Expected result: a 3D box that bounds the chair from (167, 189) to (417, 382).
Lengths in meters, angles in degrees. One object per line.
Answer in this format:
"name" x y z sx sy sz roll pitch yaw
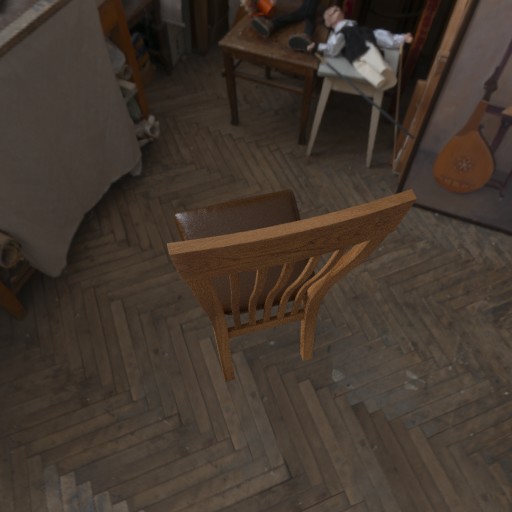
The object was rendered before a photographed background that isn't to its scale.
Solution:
"chair" 0.000 0.000 1.351 0.450 1.050 0.580 -13 59 -8
